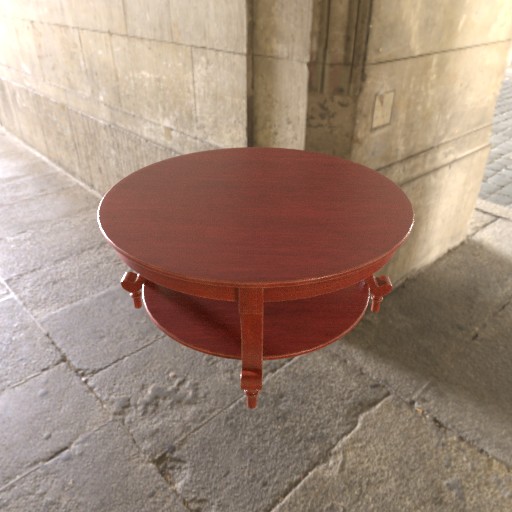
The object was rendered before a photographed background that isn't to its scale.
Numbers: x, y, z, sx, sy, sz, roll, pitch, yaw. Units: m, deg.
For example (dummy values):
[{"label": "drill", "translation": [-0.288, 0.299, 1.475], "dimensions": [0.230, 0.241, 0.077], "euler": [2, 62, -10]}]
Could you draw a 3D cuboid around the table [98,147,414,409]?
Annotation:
[{"label": "table", "translation": [0.000, 0.000, 1.625], "dimensions": [1.029, 0.486, 1.029], "euler": [0, 32, 0]}]
